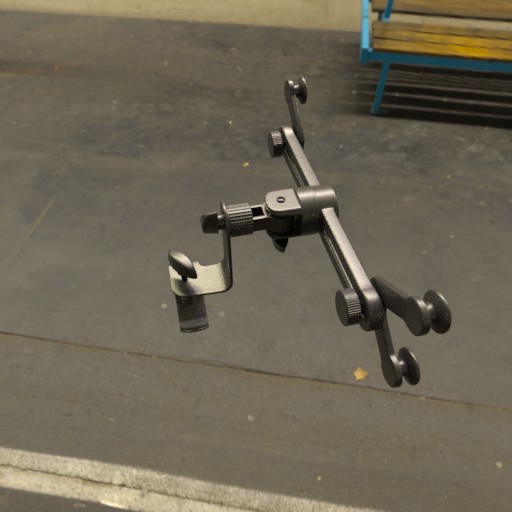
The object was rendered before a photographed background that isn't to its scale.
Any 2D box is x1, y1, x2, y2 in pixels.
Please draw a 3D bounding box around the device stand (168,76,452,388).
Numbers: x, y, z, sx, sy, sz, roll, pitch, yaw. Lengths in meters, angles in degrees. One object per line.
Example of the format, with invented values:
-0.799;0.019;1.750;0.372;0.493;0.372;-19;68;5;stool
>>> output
0.000;0.000;0.356;0.142;0.166;0.270;-9;48;-8;device stand
